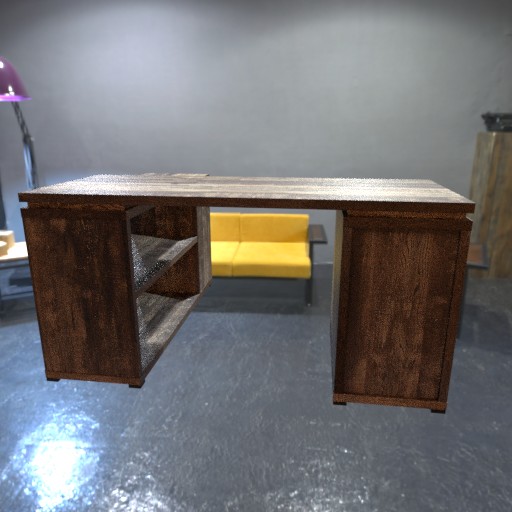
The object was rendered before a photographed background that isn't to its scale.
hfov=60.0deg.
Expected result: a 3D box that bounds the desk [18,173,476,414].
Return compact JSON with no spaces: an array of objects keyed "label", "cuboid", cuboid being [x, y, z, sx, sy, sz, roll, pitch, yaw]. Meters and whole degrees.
[{"label":"desk","cuboid":[0.000,0.000,2.133,1.524,0.753,1.200,2,17,8]}]
